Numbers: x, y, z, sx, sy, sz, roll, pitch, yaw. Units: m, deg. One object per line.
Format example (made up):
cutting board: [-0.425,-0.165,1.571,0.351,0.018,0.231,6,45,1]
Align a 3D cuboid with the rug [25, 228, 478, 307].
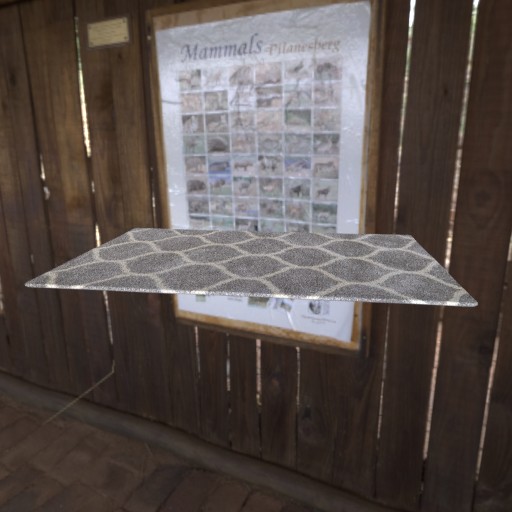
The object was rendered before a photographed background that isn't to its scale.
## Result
rug: [0.000,0.000,3.457,2.701,0.026,1.801,2,15,7]
